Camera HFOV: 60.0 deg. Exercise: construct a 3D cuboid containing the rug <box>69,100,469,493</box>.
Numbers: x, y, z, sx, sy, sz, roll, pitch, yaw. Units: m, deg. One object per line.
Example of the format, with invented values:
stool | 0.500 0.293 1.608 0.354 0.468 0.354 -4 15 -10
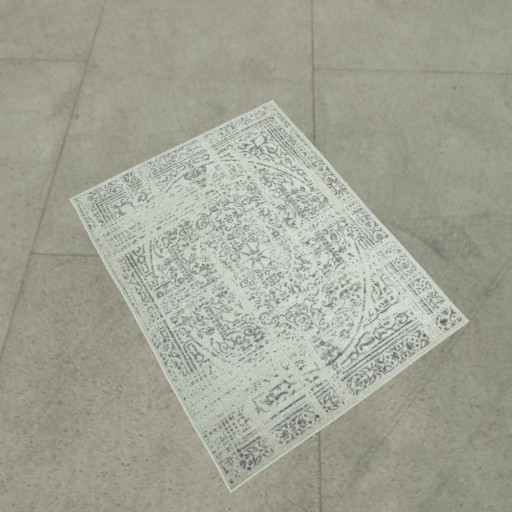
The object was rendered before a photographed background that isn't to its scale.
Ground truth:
rug | 0.000 0.000 3.896 2.311 0.032 2.921 -30 68 -14
